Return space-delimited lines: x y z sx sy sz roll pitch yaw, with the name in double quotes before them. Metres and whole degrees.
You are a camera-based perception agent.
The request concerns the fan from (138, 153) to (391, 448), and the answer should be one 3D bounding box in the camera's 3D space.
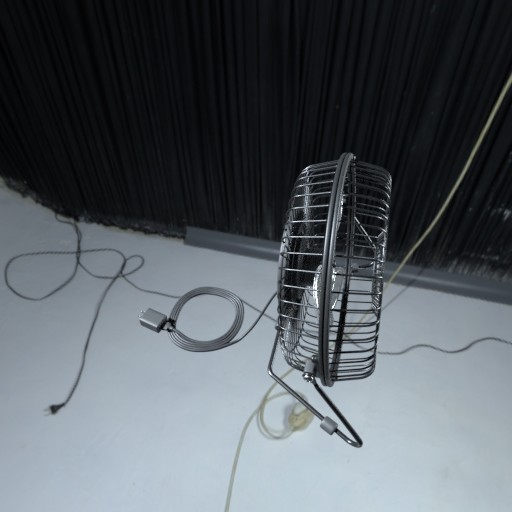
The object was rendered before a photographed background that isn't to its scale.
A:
"fan" 0.000 0.000 0.372 0.227 0.188 0.209 11 47 10
